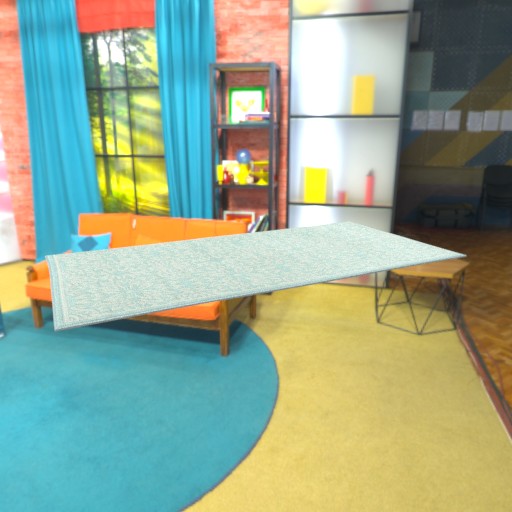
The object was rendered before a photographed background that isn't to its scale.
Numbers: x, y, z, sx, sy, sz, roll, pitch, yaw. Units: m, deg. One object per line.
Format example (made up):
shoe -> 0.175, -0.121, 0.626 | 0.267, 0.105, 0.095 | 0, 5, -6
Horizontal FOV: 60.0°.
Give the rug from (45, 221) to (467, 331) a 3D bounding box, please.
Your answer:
rug -> 0.000, 0.000, 1.424 | 1.219, 0.007, 0.604 | -8, 18, -25
